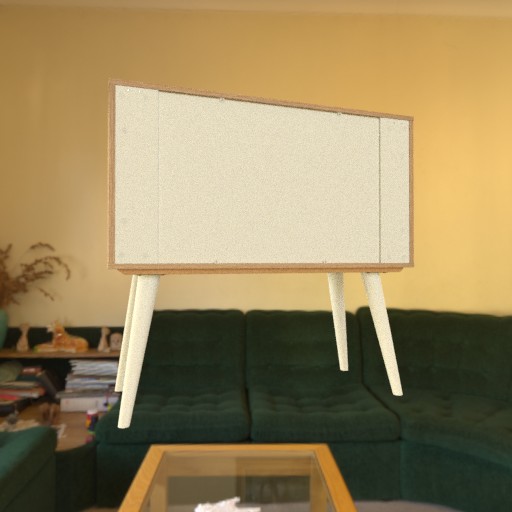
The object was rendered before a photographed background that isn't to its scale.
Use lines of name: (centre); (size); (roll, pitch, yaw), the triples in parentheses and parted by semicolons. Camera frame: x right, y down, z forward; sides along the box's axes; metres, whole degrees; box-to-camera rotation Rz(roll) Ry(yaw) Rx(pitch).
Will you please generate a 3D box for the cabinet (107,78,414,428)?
cabinet: (0.000, 0.000, 1.664); (1.057, 1.016, 0.470); (0, -1, -19)
